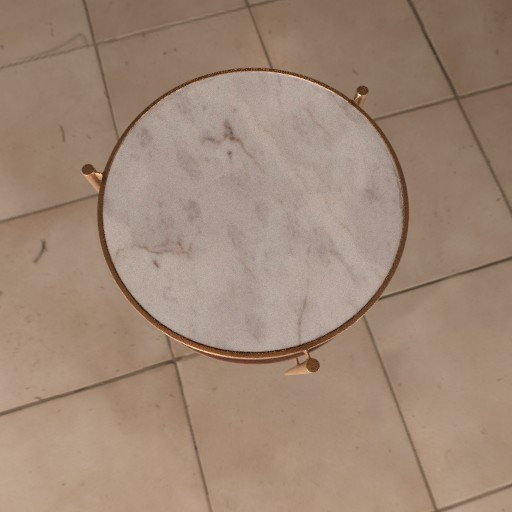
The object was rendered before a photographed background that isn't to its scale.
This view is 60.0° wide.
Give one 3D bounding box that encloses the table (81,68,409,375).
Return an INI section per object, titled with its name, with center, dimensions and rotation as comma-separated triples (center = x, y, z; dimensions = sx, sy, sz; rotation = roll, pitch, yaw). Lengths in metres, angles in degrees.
[table]
center = 0.000, 0.000, 0.831
dimensions = 0.430, 0.493, 0.456
rotation = -17, 75, -5
